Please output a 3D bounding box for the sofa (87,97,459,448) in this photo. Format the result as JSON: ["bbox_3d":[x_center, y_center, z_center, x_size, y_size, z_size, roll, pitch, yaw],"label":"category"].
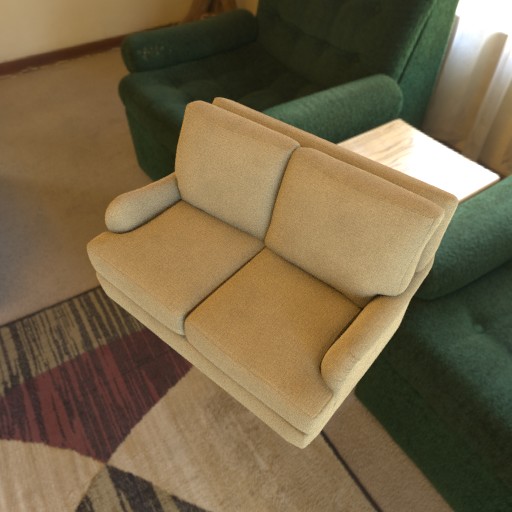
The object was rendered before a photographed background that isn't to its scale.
[{"bbox_3d":[0.000,0.000,2.245,1.480,0.999,1.087,31,54,26],"label":"sofa"}]
